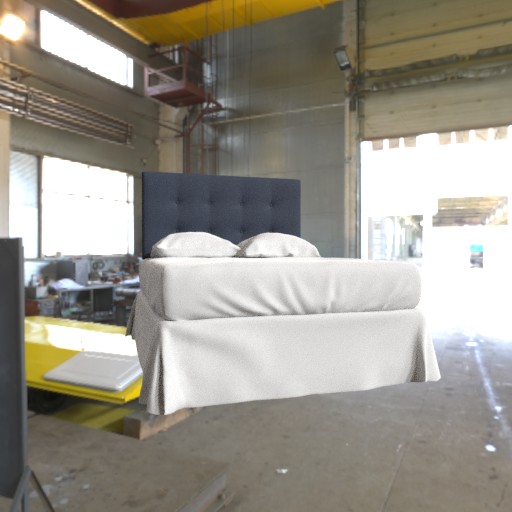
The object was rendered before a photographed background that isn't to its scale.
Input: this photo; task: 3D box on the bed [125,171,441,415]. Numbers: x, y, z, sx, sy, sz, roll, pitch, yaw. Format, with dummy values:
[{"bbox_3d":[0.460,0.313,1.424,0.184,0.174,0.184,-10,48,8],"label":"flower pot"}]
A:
[{"bbox_3d":[0.000,0.000,3.508,1.936,1.577,2.222,0,1,-18],"label":"bed"}]
